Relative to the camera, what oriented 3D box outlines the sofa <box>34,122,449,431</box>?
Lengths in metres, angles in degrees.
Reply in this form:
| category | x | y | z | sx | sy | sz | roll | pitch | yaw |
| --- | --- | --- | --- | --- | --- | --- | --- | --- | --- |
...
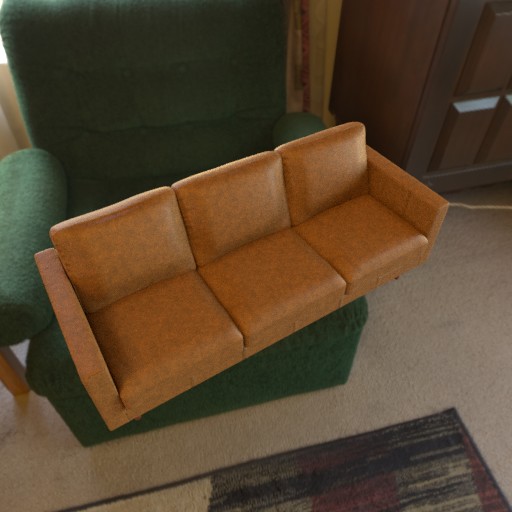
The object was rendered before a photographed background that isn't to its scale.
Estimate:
| category | x | y | z | sx | sy | sz | roll | pitch | yaw |
| --- | --- | --- | --- | --- | --- | --- | --- | --- | --- |
| sofa | 0.000 | 0.000 | 2.655 | 2.231 | 0.930 | 0.903 | -24 | 51 | -21 |
